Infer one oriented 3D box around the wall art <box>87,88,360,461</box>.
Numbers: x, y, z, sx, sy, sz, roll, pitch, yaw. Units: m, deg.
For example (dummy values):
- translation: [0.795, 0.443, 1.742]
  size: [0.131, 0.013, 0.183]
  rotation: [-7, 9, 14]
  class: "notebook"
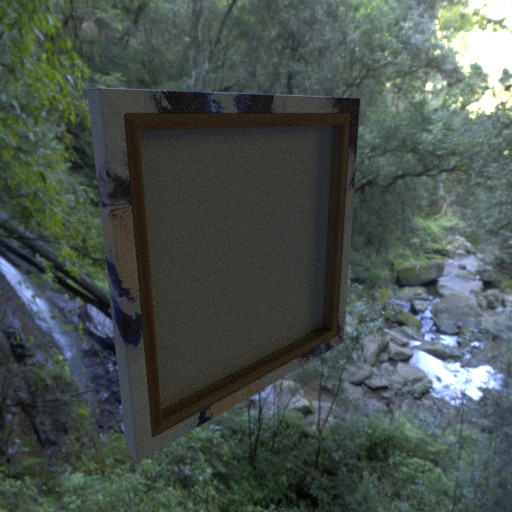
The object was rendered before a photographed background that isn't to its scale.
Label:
- translation: [0.000, 0.000, 0.887]
  size: [0.609, 0.609, 0.039]
  rotation: [-17, 24, -41]
  class: "wall art"
